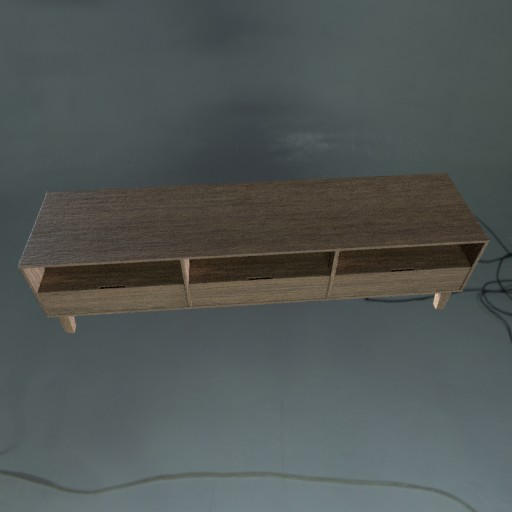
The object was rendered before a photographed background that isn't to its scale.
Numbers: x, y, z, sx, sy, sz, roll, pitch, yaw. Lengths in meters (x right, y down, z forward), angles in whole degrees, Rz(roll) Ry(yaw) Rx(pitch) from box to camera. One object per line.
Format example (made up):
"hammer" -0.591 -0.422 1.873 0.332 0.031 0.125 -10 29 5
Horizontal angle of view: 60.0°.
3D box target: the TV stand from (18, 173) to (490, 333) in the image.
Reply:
"TV stand" 0.000 0.000 1.662 1.482 0.409 0.366 -3 47 -3
